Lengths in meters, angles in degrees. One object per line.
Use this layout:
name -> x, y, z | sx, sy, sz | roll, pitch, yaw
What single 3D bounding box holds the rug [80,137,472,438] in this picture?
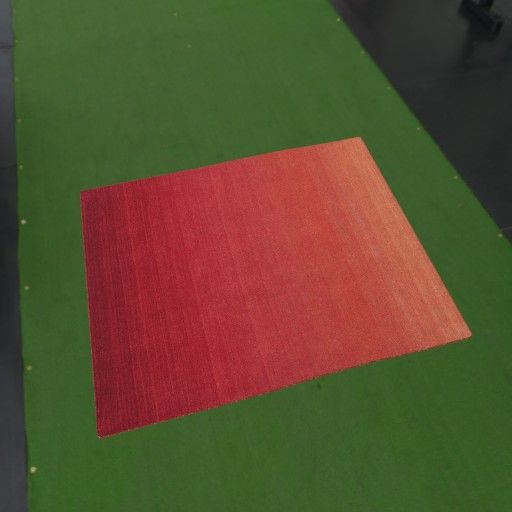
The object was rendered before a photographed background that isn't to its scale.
rug -> 0.000, 0.000, 3.885 | 2.905, 0.028, 2.340 | -13, 58, -8
